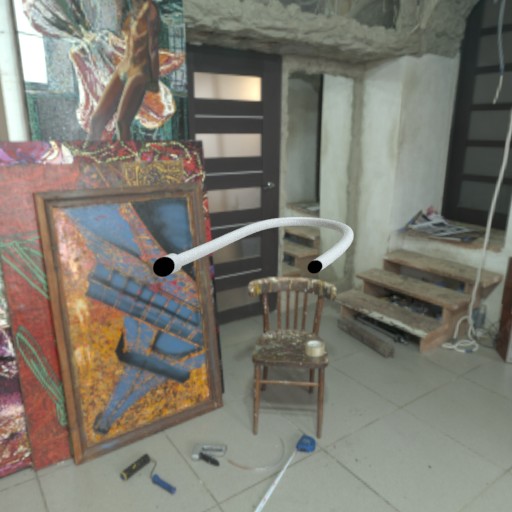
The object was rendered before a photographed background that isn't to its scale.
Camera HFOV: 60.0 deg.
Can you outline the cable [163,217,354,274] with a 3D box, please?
[{"bbox_3d":[0.000,0.000,0.109,0.040,0.006,0.098,7,17,25],"label":"cable"}]
